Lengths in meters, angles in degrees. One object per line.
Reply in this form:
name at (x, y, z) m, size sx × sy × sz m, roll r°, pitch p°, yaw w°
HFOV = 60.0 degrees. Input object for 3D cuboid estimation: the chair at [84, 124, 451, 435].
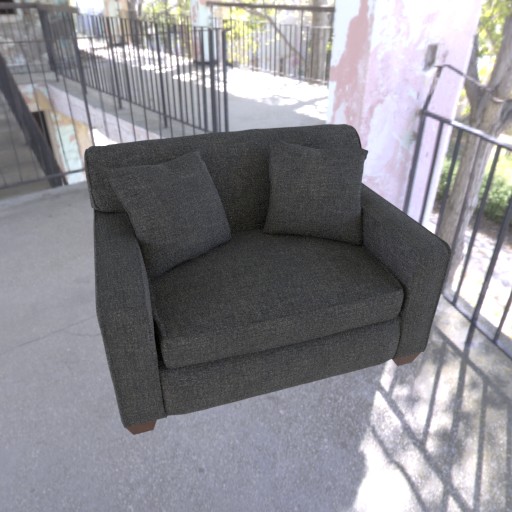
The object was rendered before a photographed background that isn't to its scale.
chair at (0.000, 0.000, 2.054) m, size 1.383 × 0.948 × 1.000 m, roll -10°, pitch 32°, yaw -15°
